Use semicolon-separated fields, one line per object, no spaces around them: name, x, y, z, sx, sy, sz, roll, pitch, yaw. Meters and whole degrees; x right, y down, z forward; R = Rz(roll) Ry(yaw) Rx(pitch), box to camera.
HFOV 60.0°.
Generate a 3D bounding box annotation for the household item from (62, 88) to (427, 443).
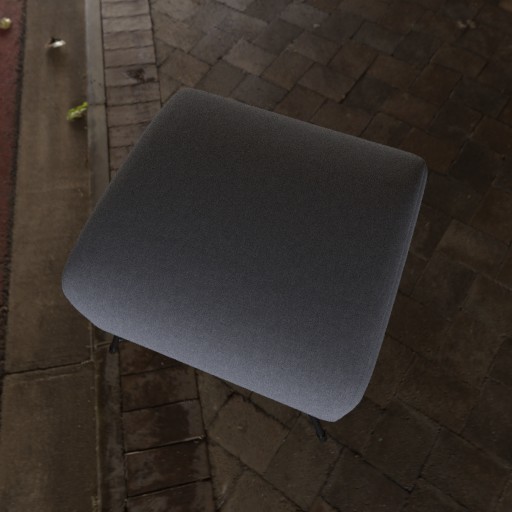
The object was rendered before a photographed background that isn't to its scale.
household item;0.000;0.000;0.907;0.530;0.410;0.530;20;66;9
